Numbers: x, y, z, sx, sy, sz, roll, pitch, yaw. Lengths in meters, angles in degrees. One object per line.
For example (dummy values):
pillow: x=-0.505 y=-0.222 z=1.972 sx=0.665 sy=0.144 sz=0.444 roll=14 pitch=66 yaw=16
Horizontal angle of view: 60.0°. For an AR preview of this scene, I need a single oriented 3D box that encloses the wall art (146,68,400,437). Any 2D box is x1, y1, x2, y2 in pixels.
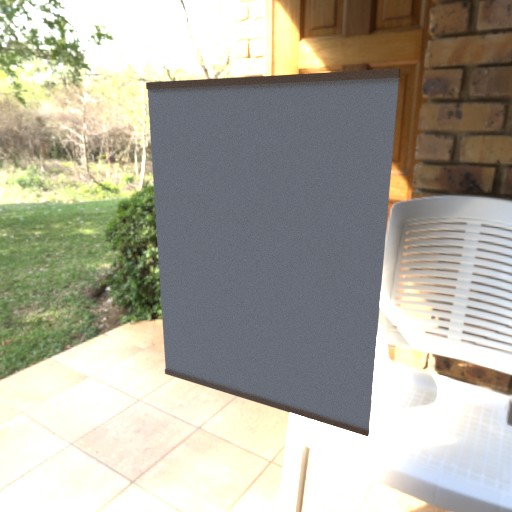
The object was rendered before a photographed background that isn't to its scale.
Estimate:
wall art: x=0.000 y=0.000 z=1.348 sx=0.758 sy=1.016 sz=0.013 roll=8 pitch=18 yaw=26
